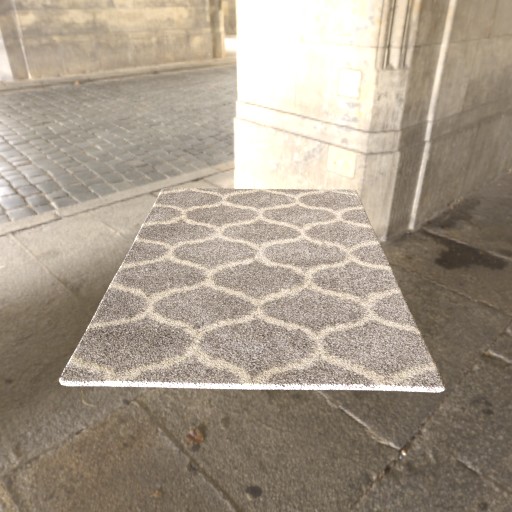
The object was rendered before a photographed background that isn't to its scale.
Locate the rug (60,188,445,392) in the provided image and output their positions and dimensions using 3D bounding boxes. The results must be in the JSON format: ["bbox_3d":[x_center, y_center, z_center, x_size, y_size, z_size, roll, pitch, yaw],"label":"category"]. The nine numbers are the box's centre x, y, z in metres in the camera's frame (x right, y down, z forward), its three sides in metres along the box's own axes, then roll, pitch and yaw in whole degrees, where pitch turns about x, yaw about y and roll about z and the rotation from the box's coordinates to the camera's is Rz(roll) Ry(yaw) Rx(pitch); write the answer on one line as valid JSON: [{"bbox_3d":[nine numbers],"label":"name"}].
[{"bbox_3d":[0.000,0.000,2.053,1.200,0.025,1.600,1,31,1],"label":"rug"}]
